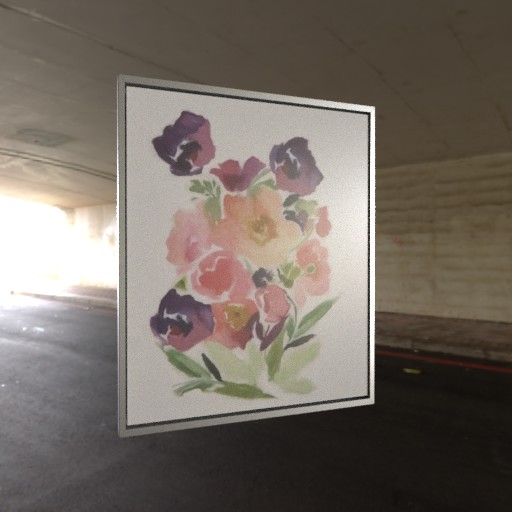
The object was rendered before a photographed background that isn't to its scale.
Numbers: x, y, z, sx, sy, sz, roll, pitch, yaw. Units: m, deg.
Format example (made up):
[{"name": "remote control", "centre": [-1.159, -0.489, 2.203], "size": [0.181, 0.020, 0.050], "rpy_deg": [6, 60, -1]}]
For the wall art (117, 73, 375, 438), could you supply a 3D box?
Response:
[{"name": "wall art", "centre": [0.000, 0.000, 0.760], "size": [0.452, 0.549, 0.038], "rpy_deg": [0, 1, -19]}]
